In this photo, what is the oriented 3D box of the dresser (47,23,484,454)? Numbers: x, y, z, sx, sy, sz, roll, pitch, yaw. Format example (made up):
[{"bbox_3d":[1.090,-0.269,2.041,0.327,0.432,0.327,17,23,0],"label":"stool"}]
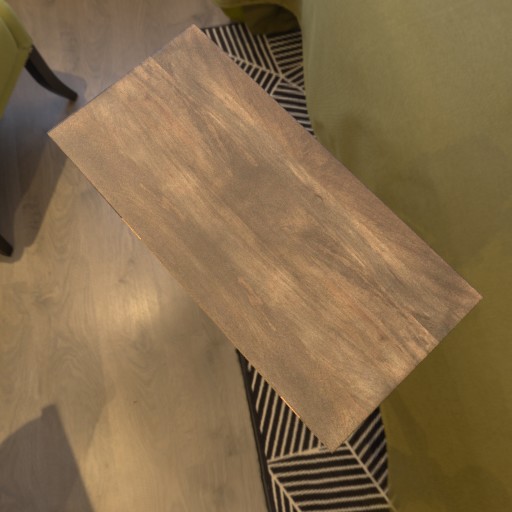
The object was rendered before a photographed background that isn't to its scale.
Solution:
[{"bbox_3d":[0.000,0.000,1.354,0.453,0.801,0.923,-42,79,-10],"label":"dresser"}]
